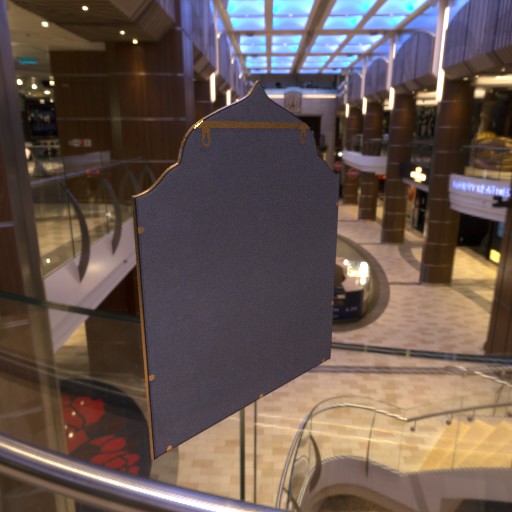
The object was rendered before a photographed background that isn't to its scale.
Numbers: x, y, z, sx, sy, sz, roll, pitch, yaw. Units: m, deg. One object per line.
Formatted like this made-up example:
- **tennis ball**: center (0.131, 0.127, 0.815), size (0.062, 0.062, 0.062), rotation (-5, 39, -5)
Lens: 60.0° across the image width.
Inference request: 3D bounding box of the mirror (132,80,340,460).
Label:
- **mirror**: center (0.000, 0.000, 0.860), size (0.513, 0.635, 0.018), rotation (-15, 22, -42)
